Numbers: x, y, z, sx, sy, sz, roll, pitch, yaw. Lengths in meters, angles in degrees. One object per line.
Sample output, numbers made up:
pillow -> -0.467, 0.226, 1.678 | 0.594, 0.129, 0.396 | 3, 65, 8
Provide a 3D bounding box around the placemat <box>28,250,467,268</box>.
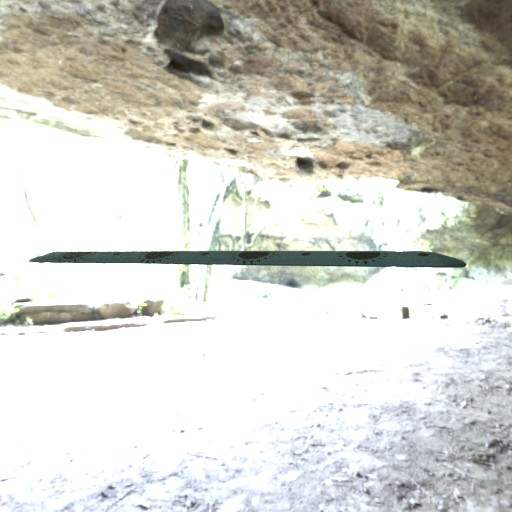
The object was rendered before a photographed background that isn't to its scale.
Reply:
placemat -> 0.000, 0.000, 0.945 | 0.762, 0.021, 0.508 | 0, 1, 18
